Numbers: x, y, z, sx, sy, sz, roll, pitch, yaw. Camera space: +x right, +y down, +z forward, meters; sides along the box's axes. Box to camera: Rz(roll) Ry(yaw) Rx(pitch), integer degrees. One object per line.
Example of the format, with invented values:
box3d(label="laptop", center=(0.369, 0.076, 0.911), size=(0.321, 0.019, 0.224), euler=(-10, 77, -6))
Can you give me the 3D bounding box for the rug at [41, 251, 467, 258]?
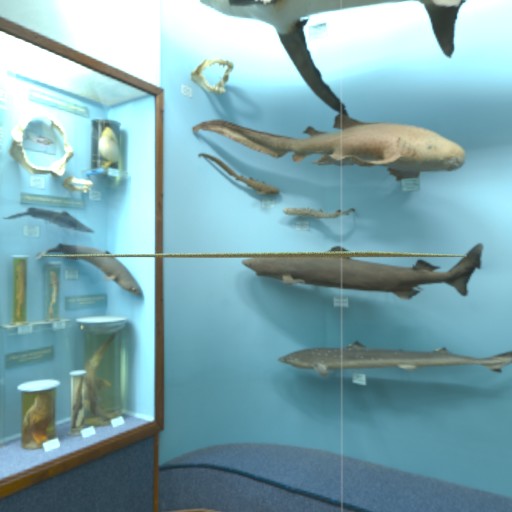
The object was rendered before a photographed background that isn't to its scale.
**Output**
box3d(label="rug", center=(0.000, 0.000, 4.177), size=(3.198, 0.016, 2.425), euler=(0, -1, 36))
